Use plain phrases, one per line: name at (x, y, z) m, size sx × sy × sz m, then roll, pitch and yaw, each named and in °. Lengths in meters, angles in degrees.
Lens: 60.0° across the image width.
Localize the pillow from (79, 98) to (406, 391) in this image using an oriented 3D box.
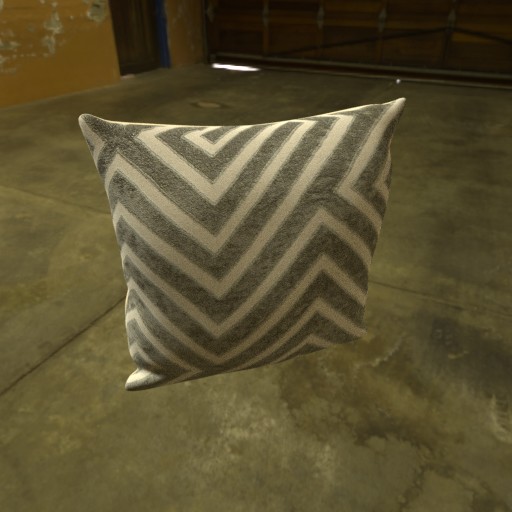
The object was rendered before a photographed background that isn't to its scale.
pillow at (0.000, 0.000, 0.661) m, size 0.440 × 0.441 × 0.182 m, roll -9°, pitch 32°, yaw -15°
